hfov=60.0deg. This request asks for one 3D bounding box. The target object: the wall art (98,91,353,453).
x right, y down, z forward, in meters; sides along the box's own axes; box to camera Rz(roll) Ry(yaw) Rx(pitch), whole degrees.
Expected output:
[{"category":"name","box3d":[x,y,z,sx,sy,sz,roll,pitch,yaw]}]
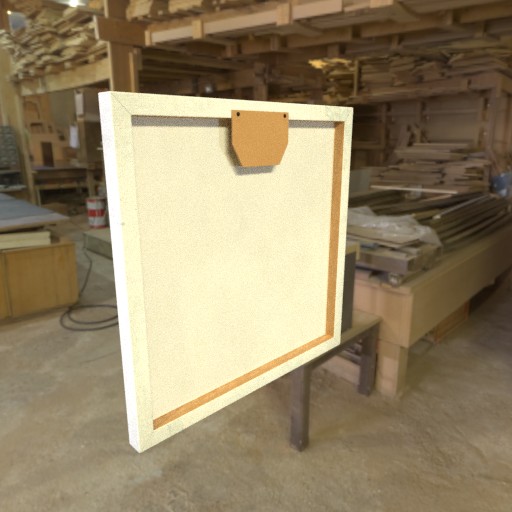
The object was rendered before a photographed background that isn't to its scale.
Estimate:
[{"category":"wall art","box3d":[0.000,0.000,0.919,0.605,0.605,0.044,-15,21,-42]}]
